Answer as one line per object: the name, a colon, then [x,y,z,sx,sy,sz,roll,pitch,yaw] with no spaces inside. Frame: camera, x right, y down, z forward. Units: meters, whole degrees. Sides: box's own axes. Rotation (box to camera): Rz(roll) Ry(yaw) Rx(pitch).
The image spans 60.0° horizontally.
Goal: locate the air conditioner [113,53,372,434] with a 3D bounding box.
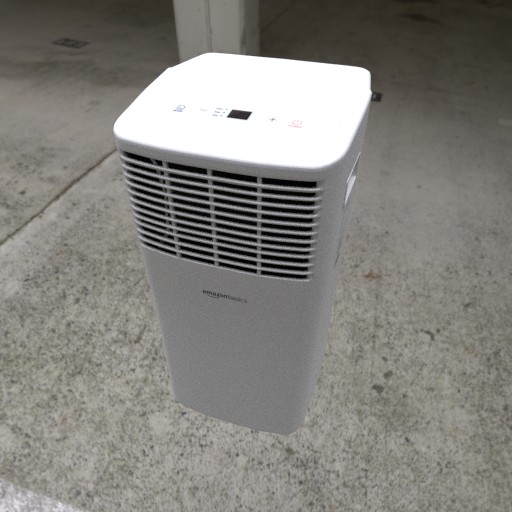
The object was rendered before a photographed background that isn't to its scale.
air conditioner: [0.000,0.000,0.799,0.304,0.606,0.349,12,42,13]
